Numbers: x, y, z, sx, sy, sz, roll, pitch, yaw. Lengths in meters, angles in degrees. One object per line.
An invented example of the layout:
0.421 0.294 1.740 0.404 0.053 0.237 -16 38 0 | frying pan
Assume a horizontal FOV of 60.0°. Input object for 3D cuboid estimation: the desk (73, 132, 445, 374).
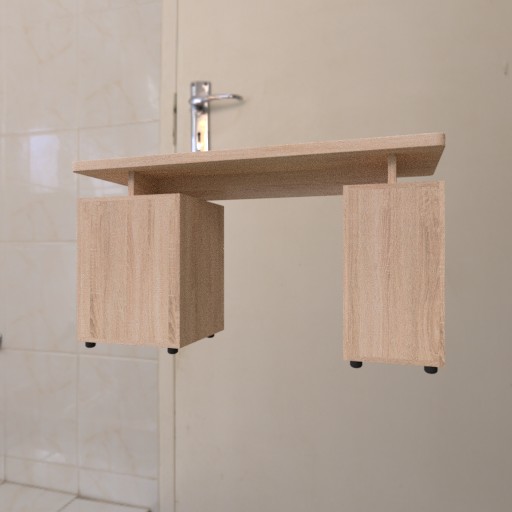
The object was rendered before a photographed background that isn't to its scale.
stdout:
0.000 0.000 1.832 1.400 0.760 0.550 0 0 18 | desk
